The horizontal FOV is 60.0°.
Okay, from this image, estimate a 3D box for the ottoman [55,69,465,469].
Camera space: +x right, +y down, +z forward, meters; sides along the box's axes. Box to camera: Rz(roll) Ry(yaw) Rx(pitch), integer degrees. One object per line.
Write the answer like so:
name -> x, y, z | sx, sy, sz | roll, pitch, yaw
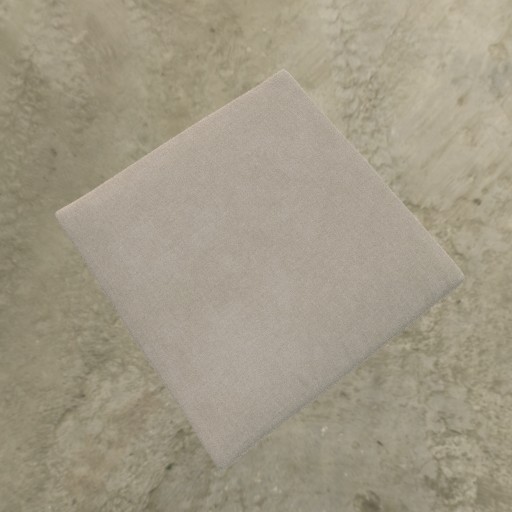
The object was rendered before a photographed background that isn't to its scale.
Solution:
ottoman -> 0.000, 0.000, 1.845 | 1.171, 0.517, 1.203 | -35, 78, -9
